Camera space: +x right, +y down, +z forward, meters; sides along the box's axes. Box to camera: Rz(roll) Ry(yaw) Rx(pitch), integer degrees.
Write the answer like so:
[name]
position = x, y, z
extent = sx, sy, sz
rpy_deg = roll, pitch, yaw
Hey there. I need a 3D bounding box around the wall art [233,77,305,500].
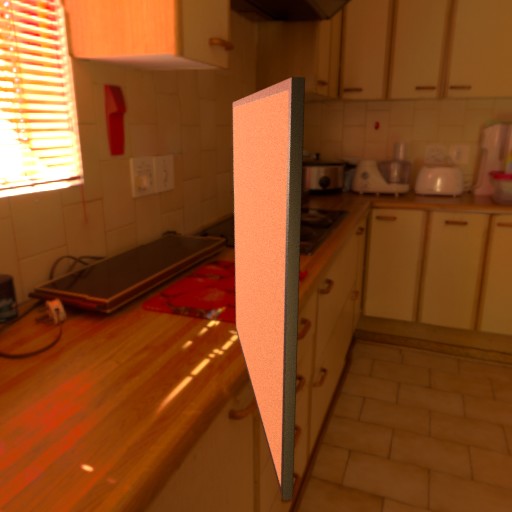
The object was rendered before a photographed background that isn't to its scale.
[wall art]
position = 0.000, 0.000, 0.667
extent = 0.012, 0.458, 0.457
rpy_deg = -3, 17, -9
